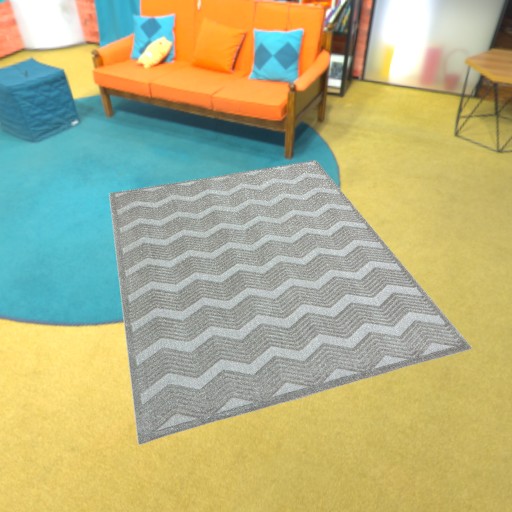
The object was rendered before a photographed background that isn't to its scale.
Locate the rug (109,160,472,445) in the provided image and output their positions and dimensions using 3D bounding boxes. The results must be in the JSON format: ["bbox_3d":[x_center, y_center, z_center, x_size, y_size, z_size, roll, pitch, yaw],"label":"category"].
[{"bbox_3d":[0.000,0.000,3.974,2.391,0.005,2.880,-12,43,-13],"label":"rug"}]
